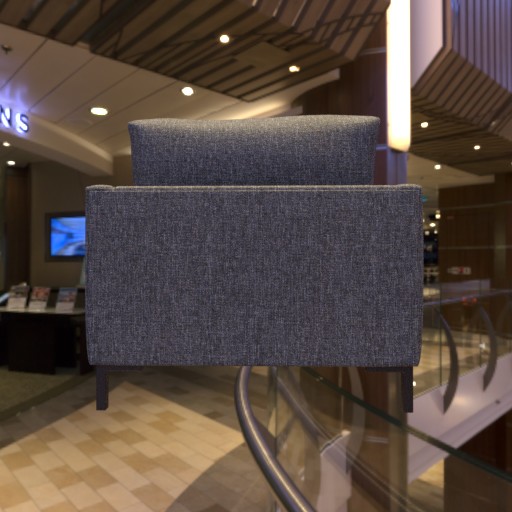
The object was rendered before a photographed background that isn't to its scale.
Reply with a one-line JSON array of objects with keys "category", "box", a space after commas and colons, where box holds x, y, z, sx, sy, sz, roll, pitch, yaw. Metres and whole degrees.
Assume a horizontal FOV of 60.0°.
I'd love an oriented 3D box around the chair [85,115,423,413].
[{"category": "chair", "box": [0.000, 0.000, 1.640, 0.963, 0.861, 0.866, 0, 0, 1]}]
